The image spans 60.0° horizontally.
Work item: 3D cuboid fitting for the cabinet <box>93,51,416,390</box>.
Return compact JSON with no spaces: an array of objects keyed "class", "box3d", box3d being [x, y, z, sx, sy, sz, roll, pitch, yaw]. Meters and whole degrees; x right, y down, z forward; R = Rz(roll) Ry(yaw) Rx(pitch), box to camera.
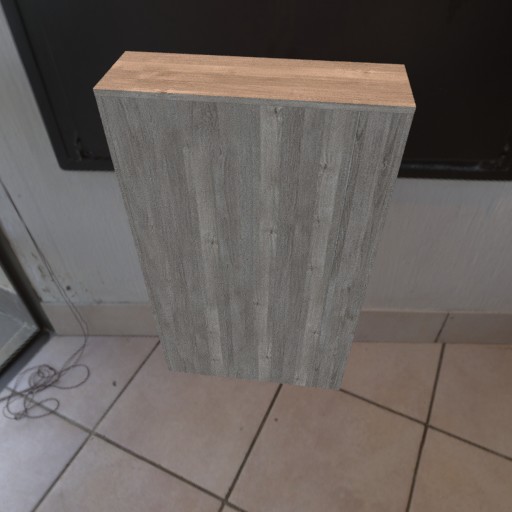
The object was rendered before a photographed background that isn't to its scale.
[{"class":"cabinet","box3d":[0.000,0.000,1.560,0.750,1.280,0.250,5,45,5]}]
